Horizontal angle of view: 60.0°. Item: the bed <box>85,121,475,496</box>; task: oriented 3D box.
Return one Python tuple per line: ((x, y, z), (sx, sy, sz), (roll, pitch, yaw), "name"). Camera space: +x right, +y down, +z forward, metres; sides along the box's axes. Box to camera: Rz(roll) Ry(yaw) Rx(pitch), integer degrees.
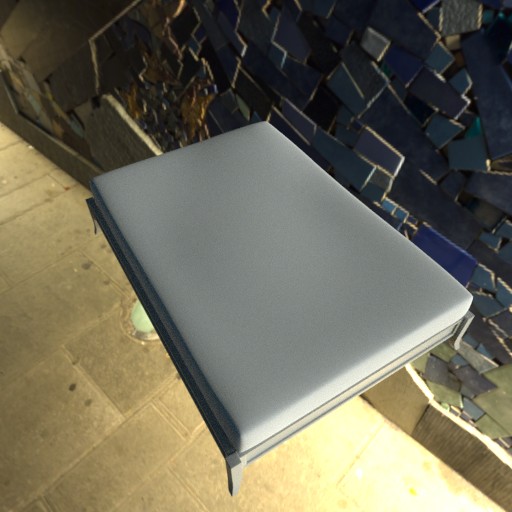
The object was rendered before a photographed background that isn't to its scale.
((0.000, 0.000, 2.618), (1.460, 0.510, 1.985), (-24, 51, -21), "bed")
